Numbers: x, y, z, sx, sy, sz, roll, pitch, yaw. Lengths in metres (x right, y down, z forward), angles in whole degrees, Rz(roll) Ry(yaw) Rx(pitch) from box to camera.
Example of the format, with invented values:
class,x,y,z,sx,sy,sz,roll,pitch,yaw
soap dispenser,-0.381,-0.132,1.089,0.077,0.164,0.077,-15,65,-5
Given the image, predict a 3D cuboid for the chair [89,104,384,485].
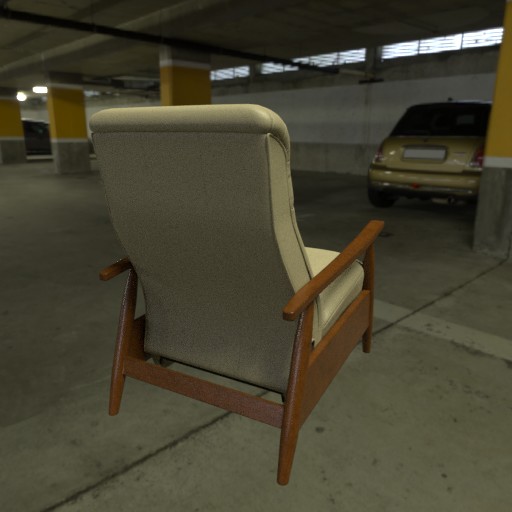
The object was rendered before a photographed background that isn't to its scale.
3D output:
class,x,y,z,sx,sy,sz,roll,pitch,yaw
chair,0.000,0.000,1.750,0.762,1.082,1.014,8,18,28
